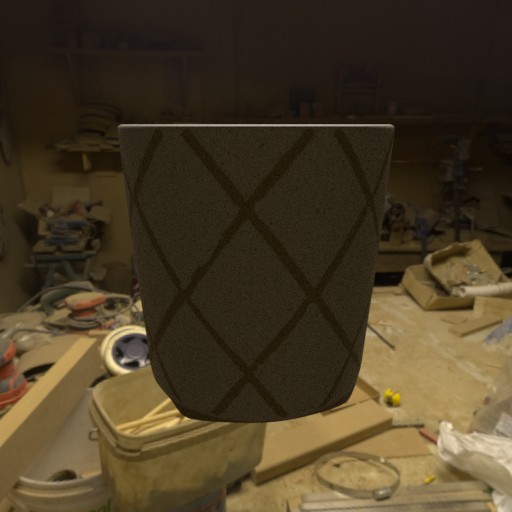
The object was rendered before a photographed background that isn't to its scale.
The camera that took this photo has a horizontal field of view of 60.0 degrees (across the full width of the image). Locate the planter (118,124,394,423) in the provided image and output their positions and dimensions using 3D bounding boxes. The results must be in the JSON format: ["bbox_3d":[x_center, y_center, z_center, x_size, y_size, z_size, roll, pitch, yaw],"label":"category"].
[{"bbox_3d":[0.000,0.000,0.413,0.228,0.235,0.228,0,17,0],"label":"planter"}]
